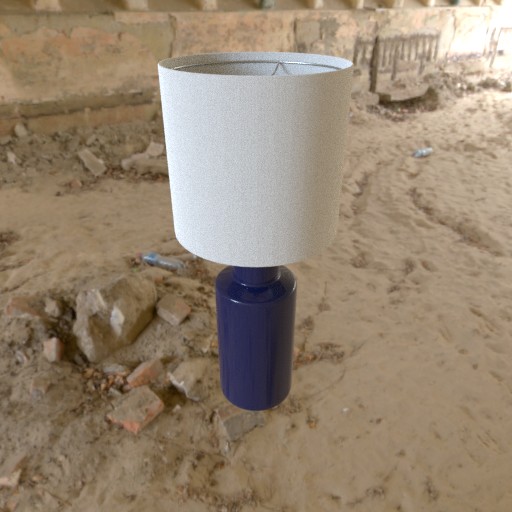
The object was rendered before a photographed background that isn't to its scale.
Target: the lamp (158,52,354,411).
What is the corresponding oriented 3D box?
[{"bbox_3d":[0.000,0.000,0.610,0.212,0.493,0.212,9,31,15],"label":"lamp"}]
